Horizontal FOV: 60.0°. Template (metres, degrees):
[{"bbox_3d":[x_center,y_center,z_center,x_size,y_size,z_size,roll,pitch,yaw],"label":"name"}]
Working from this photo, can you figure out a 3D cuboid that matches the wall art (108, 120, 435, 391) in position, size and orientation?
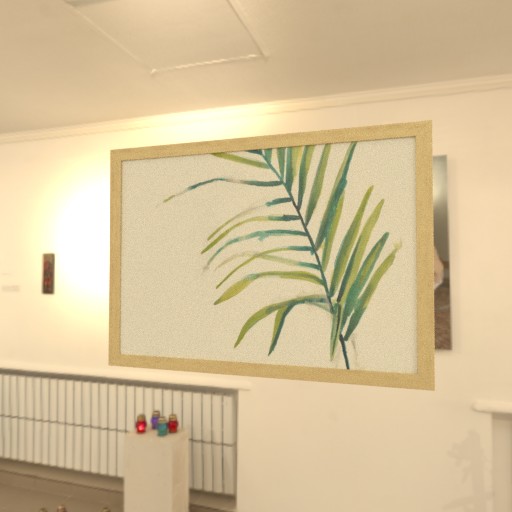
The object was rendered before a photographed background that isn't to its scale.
[{"bbox_3d":[0.000,0.000,0.716,0.532,0.380,0.032,0,-2,17],"label":"wall art"}]
